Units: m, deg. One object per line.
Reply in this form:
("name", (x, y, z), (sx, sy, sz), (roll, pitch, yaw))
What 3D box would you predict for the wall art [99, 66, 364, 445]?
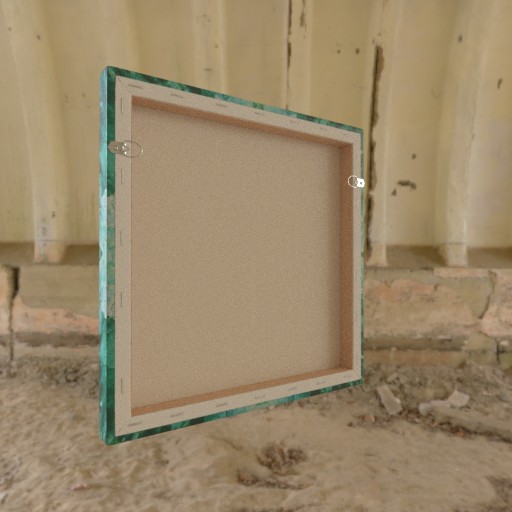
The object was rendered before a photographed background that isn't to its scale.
("wall art", (0.000, 0.000, 0.746), (0.507, 0.508, 0.038), (0, 0, -36))
